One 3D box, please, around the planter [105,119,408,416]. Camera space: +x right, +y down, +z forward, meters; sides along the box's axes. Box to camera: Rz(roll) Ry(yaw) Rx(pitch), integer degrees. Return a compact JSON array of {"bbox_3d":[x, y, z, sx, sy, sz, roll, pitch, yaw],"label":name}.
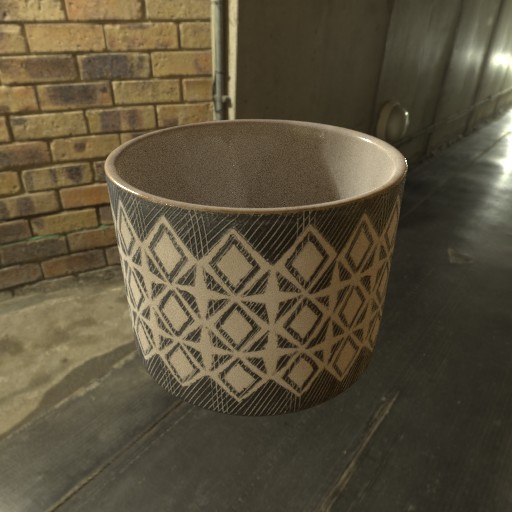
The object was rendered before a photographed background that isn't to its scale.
[{"bbox_3d":[0.000,0.000,0.219,0.126,0.104,0.126,0,30,0],"label":"planter"}]
